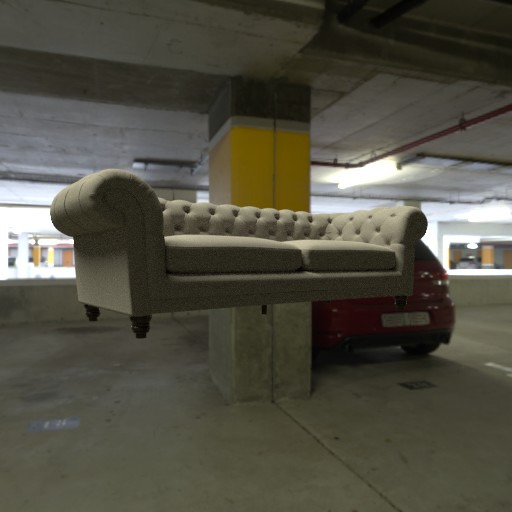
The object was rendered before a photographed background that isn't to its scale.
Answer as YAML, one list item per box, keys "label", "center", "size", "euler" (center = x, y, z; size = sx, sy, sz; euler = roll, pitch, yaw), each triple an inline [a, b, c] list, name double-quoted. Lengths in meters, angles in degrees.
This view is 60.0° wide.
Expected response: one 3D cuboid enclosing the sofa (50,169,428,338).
- label: "sofa"
  center: [0.000, 0.000, 2.854]
  size: [2.411, 0.749, 0.991]
  euler: [1, -1, -37]
